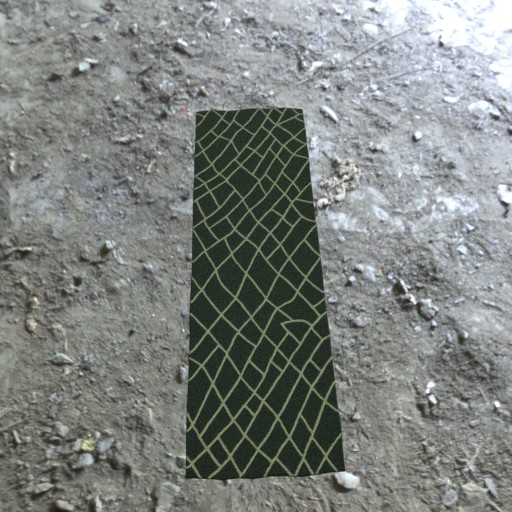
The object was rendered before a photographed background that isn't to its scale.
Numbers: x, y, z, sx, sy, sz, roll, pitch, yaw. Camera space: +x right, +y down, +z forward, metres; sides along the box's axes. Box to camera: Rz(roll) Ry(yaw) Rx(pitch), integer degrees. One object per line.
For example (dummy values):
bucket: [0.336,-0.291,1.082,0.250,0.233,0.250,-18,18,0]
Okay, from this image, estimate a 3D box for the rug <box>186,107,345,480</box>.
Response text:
rug: [0.000,0.000,2.756,0.807,0.010,2.476,-2,63,-1]
